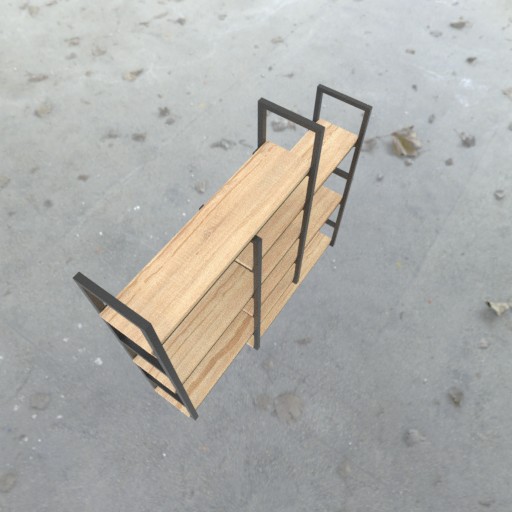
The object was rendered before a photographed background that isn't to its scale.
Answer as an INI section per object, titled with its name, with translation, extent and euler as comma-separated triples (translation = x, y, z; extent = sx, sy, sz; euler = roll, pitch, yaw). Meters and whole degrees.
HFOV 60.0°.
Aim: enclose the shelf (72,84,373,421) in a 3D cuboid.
[shelf]
translation = 0.000, 0.000, 1.395
extent = 0.183, 0.921, 0.946
euler = 31, 63, 18
